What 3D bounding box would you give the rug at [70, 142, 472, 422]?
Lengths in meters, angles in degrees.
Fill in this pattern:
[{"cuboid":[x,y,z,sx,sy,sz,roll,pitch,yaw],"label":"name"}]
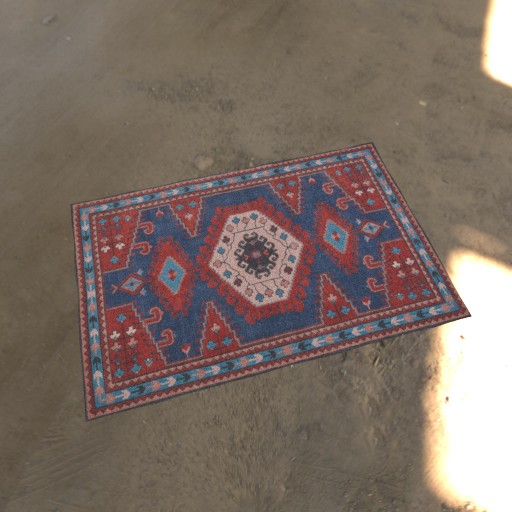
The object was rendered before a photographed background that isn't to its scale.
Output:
[{"cuboid":[0.000,0.000,2.292,1.820,0.012,1.207,-13,59,-8],"label":"rug"}]
